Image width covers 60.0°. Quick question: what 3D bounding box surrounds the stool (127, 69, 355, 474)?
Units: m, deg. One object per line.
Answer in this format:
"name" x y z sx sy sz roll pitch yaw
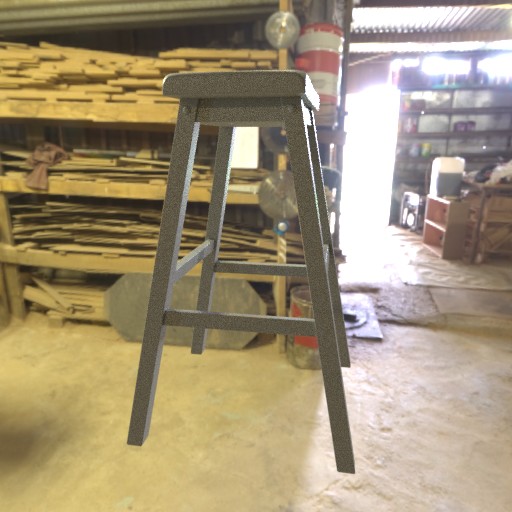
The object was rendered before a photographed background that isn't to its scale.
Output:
"stool" 0.000 0.000 1.026 0.476 0.737 0.457 3 15 10
